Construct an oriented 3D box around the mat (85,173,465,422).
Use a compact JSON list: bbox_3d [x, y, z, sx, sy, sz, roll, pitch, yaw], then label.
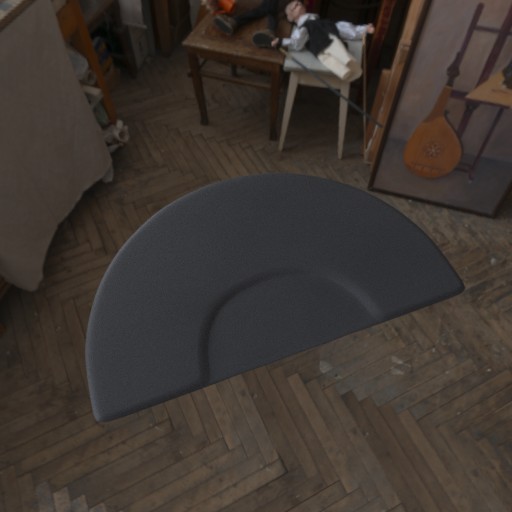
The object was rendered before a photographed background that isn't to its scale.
[{"bbox_3d":[0.000,0.000,1.896,1.525,0.022,0.917,-17,60,-11],"label":"mat"}]
